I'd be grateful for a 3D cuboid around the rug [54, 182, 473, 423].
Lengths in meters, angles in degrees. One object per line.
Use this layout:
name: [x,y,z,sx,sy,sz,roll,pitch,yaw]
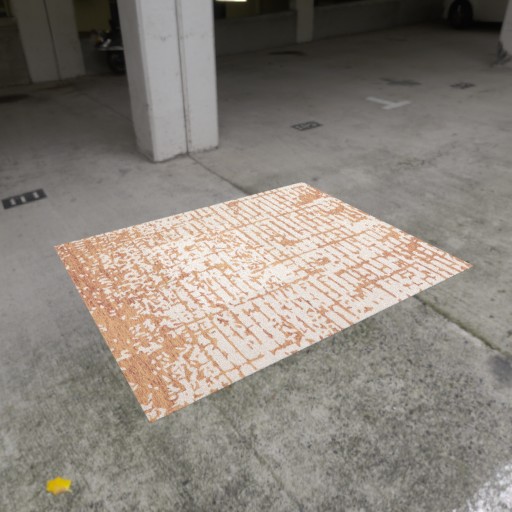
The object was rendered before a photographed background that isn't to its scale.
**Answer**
rug: [0.000,0.000,4.115,3.050,0.011,2.441,-19,36,-28]
